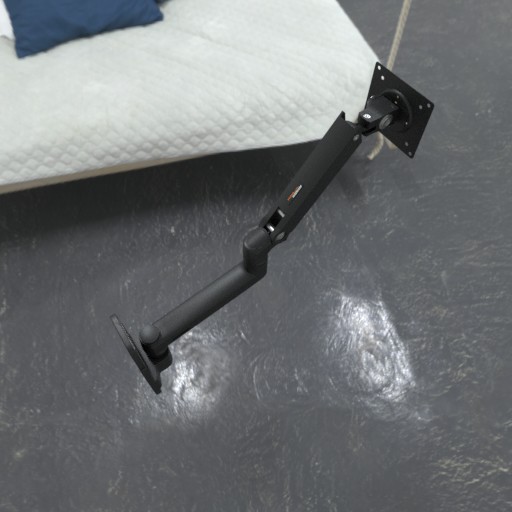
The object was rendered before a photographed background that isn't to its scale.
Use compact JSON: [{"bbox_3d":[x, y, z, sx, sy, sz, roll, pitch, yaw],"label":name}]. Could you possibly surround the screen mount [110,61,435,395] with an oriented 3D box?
[{"bbox_3d":[0.000,0.000,0.735,0.495,0.466,0.115,-29,62,-17],"label":"screen mount"}]
